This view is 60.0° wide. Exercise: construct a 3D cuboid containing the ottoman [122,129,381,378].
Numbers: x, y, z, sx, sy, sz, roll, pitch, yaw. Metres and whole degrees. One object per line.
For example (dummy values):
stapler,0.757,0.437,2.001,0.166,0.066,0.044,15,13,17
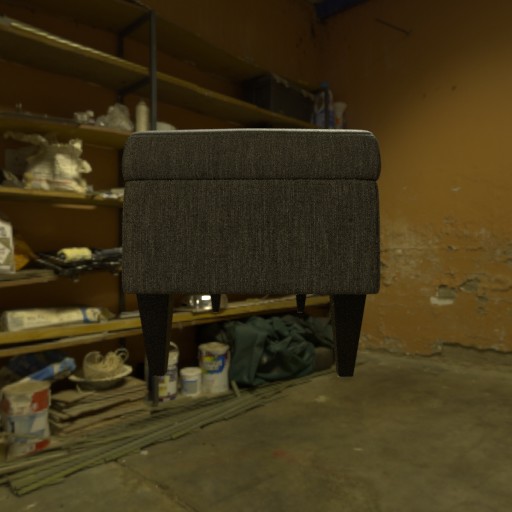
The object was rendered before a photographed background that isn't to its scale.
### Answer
ottoman,0.000,0.000,1.364,0.482,0.469,1.151,0,0,1
